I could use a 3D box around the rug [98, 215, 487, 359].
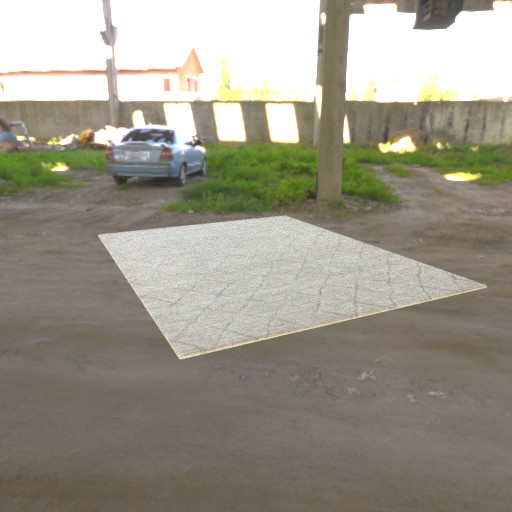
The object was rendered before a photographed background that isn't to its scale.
[{"bbox_3d":[0.000,0.000,4.160,2.420,0.019,3.038,-8,18,-25],"label":"rug"}]
